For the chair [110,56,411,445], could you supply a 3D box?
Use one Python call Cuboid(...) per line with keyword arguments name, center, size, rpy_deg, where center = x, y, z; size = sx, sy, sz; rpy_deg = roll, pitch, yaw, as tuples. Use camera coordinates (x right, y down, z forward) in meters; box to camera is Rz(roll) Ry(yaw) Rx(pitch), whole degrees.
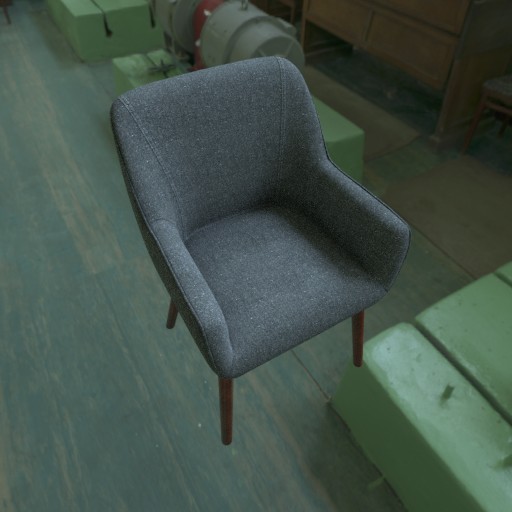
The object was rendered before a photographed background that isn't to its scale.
Cuboid(name="chair", center=(0.000, 0.000, 1.161), size=(0.543, 0.803, 0.519), rpy_deg=(-23, 50, -21))
